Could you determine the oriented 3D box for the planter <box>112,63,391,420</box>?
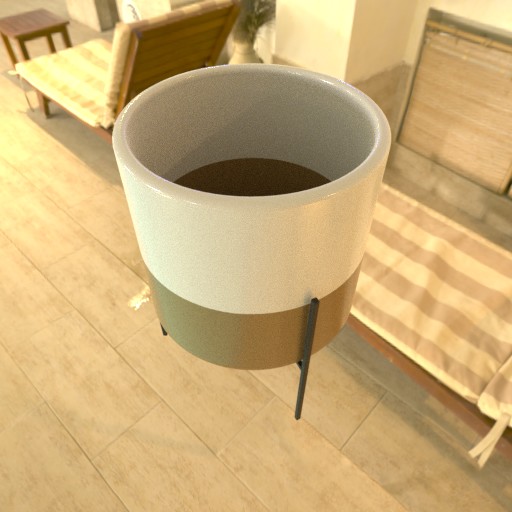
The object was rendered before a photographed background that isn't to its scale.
[{"bbox_3d":[0.000,0.000,0.638,0.310,0.432,0.310,-32,54,-27],"label":"planter"}]
